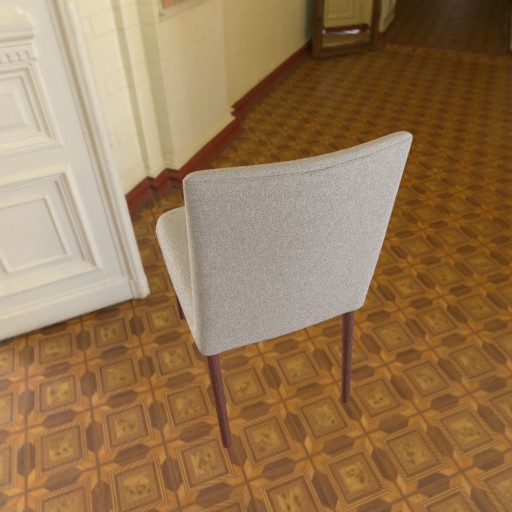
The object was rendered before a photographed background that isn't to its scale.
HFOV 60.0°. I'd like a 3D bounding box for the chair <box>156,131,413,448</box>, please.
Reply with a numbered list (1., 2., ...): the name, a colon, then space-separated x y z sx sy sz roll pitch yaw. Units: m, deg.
1. chair: 0.000 0.000 1.182 0.456 0.859 0.570 -15 44 -16
